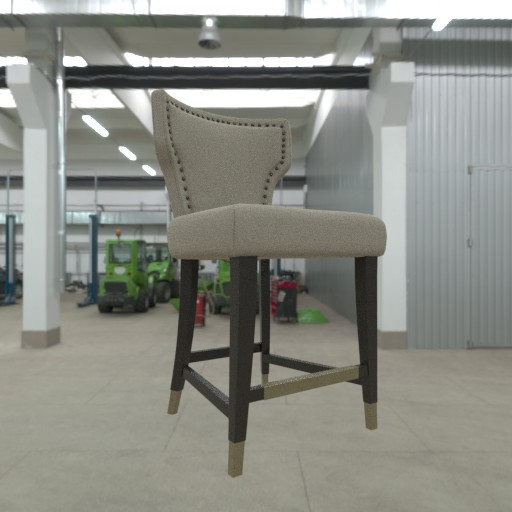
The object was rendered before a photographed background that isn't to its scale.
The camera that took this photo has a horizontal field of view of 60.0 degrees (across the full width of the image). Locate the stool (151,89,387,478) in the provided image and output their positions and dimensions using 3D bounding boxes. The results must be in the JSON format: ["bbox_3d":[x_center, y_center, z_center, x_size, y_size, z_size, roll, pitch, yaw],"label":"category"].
[{"bbox_3d":[0.000,0.000,1.321,0.527,0.982,0.563,0,0,-35],"label":"stool"}]
